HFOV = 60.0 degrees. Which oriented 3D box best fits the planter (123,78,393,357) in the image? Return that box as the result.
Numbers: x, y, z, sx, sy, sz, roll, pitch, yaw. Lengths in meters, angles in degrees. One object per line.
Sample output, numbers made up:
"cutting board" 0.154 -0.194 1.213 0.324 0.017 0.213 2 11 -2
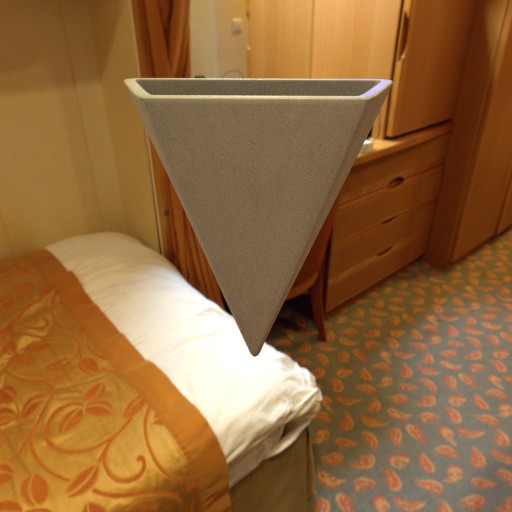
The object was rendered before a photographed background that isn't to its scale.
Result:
"planter" 0.000 0.000 0.273 0.150 0.197 0.060 1 29 2
